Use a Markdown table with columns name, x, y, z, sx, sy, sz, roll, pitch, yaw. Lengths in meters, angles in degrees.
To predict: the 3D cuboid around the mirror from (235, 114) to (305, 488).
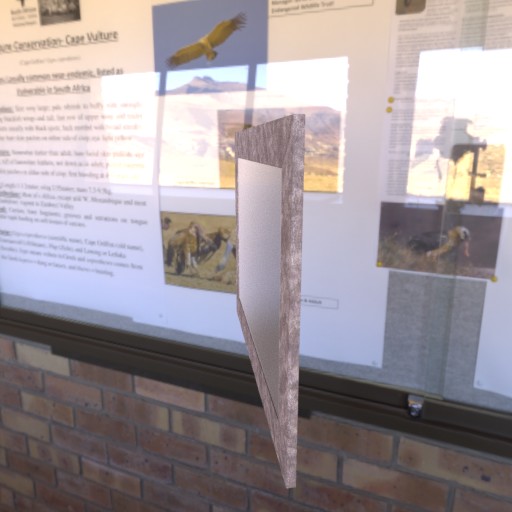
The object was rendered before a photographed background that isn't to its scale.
| name | x | y | z | sx | sy | sz | roll | pitch | yaw |
| --- | --- | --- | --- | --- | --- | --- | --- | --- | --- |
| mirror | 0.000 | 0.000 | 1.422 | 0.022 | 0.795 | 1.101 | -2 | 14 | -8 |
